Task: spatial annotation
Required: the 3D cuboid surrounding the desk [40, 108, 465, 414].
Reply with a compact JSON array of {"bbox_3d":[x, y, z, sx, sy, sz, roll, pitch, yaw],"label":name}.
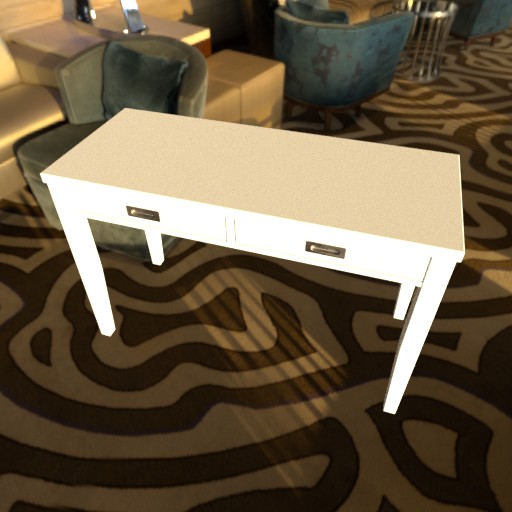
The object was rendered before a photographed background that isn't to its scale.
[{"bbox_3d":[0.000,0.000,1.645,1.220,0.775,0.508,12,43,13],"label":"desk"}]
